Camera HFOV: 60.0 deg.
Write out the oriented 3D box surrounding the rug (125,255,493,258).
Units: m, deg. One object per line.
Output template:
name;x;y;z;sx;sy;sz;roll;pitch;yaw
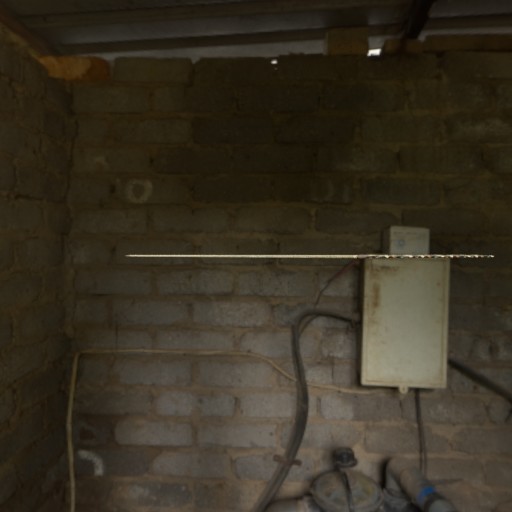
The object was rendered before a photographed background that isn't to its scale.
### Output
rug;0.000;0.000;2.663;0.769;0.013;2.440;0;0;-35
